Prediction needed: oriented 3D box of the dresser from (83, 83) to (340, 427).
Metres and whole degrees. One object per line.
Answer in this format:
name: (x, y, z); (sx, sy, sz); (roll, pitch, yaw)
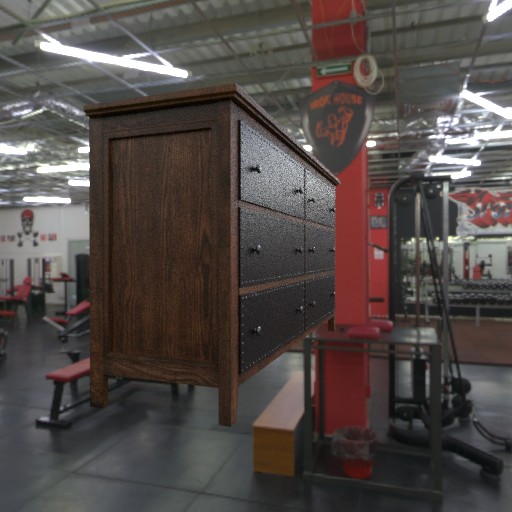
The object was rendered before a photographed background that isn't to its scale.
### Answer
dresser: (0.000, 0.000, 1.890); (0.463, 0.856, 1.551); (0, 0, 20)
